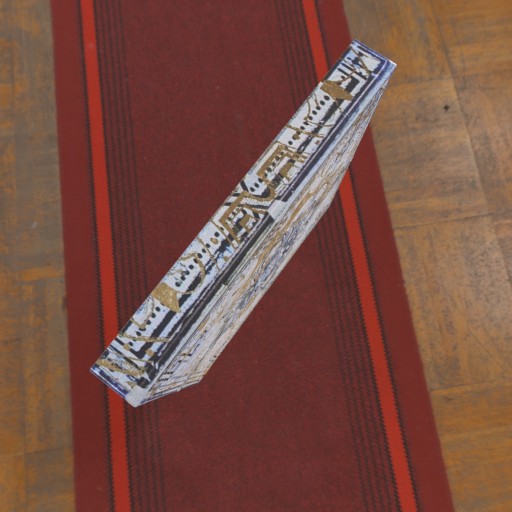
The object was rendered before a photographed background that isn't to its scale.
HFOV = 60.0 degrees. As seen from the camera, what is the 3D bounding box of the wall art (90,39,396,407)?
[{"bbox_3d":[0.000,0.000,0.453,0.038,0.306,0.302,36,79,8],"label":"wall art"}]
